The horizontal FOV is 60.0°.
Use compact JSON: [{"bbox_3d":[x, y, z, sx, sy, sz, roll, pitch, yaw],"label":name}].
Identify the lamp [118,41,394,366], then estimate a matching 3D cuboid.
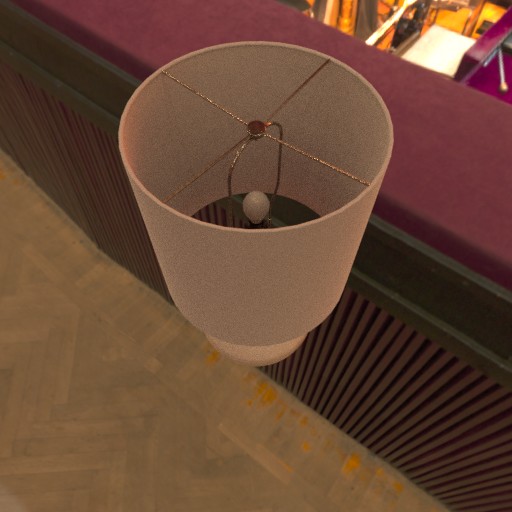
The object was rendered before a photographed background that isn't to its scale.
[{"bbox_3d":[0.000,0.000,0.523,0.217,0.404,0.217,34,64,19],"label":"lamp"}]
